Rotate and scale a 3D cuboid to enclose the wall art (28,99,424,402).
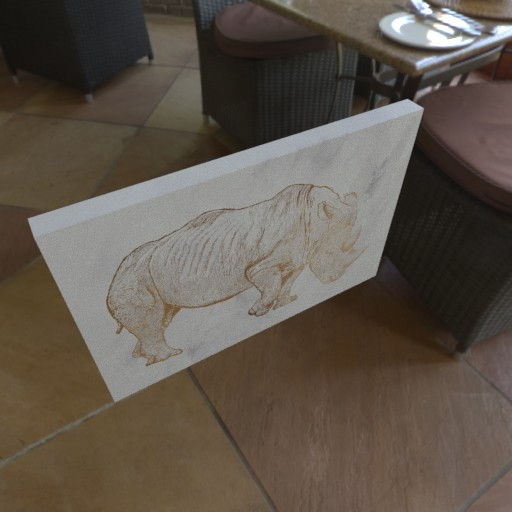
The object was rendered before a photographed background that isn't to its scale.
[{"bbox_3d":[0.000,0.000,0.770,0.609,0.407,0.038,-23,50,-21],"label":"wall art"}]
